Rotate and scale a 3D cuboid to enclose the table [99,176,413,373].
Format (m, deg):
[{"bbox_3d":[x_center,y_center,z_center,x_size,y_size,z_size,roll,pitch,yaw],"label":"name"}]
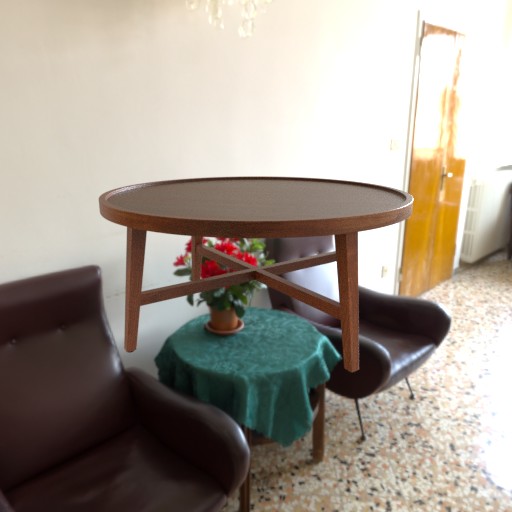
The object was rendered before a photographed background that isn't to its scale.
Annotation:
[{"bbox_3d":[0.000,0.000,1.239,0.800,0.360,0.800,0,16,0],"label":"table"}]
